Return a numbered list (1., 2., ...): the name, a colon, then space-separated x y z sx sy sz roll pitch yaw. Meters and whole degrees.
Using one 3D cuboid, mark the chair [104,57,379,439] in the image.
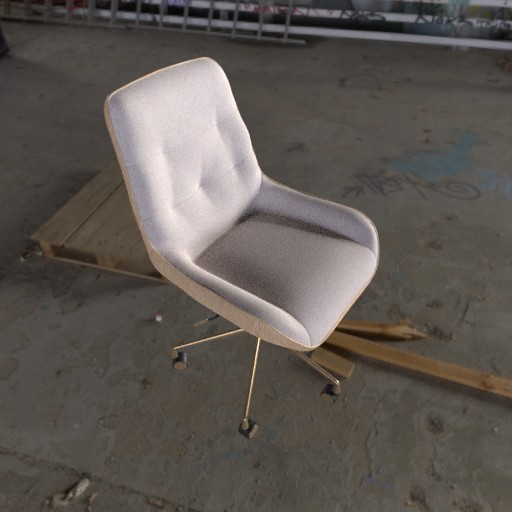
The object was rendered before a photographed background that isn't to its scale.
1. chair: 0.000 0.000 1.309 0.668 0.952 0.564 25 47 26
